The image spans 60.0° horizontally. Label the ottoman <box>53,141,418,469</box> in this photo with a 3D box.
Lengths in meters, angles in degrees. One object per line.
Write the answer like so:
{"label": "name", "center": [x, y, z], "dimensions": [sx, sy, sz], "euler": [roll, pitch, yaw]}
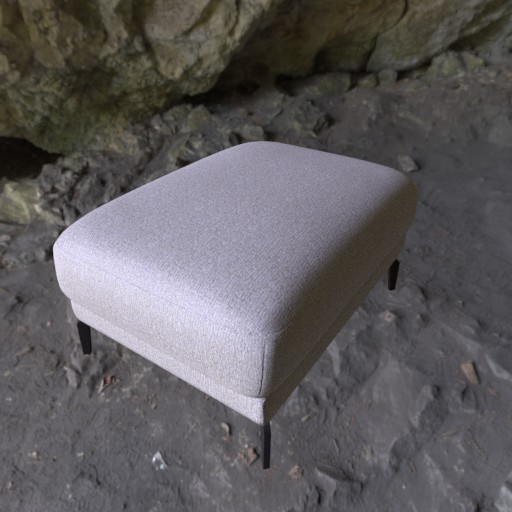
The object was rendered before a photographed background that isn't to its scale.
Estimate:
{"label": "ottoman", "center": [0.000, 0.000, 1.098], "dimensions": [0.568, 0.420, 0.772], "euler": [20, 37, 29]}
